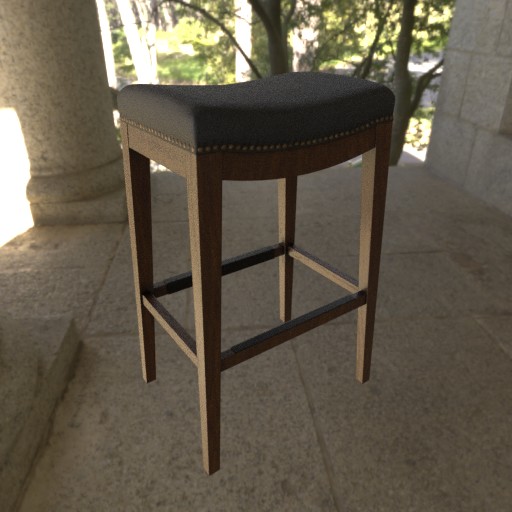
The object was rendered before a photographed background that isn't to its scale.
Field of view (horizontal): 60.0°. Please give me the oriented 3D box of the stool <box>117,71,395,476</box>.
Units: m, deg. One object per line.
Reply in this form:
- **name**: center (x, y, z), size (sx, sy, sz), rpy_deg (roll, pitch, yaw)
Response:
- **stool**: center (0.000, 0.000, 1.030), size (0.500, 0.765, 0.361), rpy_deg (-18, 33, -31)
